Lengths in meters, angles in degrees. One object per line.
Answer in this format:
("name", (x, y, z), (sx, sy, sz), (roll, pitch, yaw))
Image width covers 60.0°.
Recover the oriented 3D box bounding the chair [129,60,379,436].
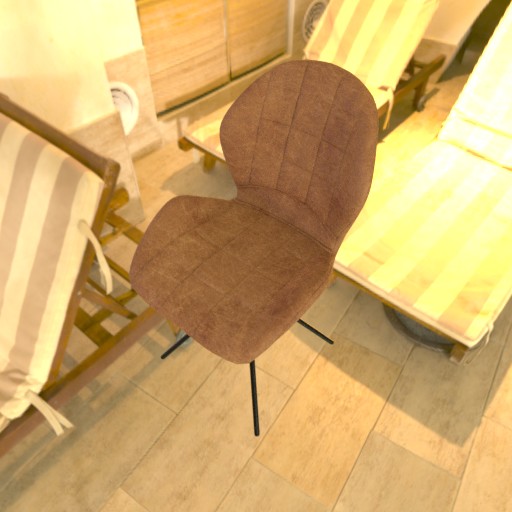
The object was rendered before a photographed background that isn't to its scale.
("chair", (0.000, 0.000, 1.295), (0.527, 0.929, 0.640), (31, 54, 26))
